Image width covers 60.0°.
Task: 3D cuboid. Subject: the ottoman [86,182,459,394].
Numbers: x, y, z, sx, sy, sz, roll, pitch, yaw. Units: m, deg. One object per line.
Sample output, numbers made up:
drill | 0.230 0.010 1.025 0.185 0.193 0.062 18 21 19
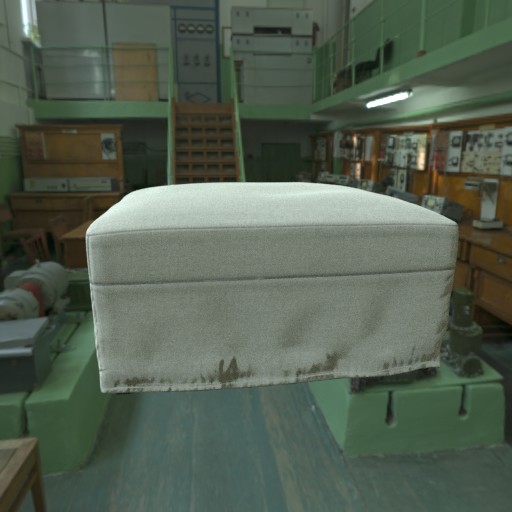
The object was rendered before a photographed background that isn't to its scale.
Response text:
ottoman | 0.000 0.000 1.368 0.840 0.436 0.843 -2 13 -9
